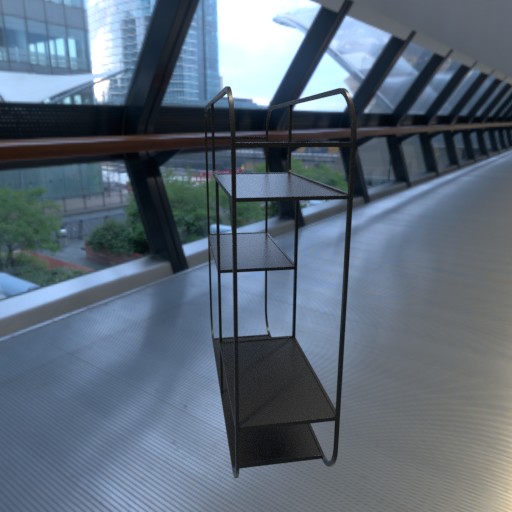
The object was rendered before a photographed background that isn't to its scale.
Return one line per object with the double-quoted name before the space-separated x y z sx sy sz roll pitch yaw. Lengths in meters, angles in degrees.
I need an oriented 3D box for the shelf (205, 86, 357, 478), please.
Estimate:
"shelf" 0.000 0.000 0.899 0.160 0.600 0.600 -3 16 -9
